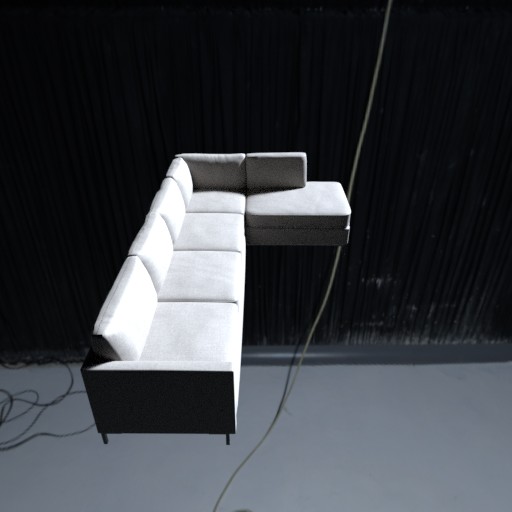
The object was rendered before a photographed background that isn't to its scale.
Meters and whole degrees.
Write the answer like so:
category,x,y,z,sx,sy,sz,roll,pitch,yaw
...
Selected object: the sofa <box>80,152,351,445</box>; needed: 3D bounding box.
category,x,y,z,sx,sy,sz,roll,pitch,yaw
sofa,0.000,0.000,4.157,2.077,0.964,3.331,0,32,0
